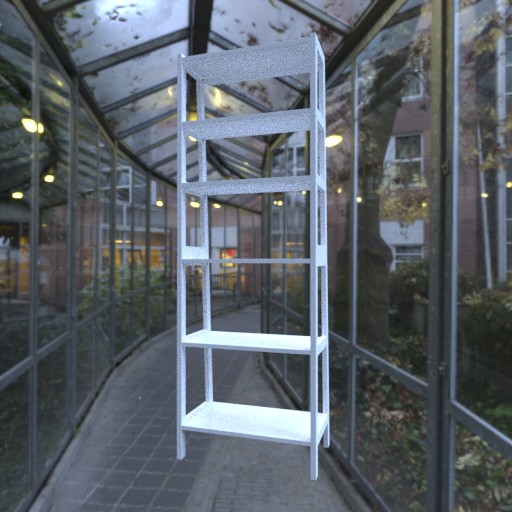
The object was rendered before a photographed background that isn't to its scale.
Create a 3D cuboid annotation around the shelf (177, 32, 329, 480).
[{"bbox_3d":[0.000,0.000,2.153,0.660,1.892,0.381,0,0,18],"label":"shelf"}]
